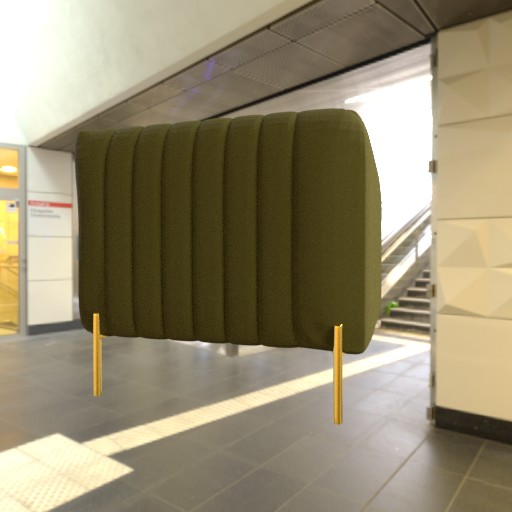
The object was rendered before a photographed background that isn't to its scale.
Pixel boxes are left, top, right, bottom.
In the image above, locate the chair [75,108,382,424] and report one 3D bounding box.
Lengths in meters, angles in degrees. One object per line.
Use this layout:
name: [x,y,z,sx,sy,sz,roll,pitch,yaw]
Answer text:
chair: [0.000,0.000,1.644,0.877,0.794,1.032,0,1,18]
